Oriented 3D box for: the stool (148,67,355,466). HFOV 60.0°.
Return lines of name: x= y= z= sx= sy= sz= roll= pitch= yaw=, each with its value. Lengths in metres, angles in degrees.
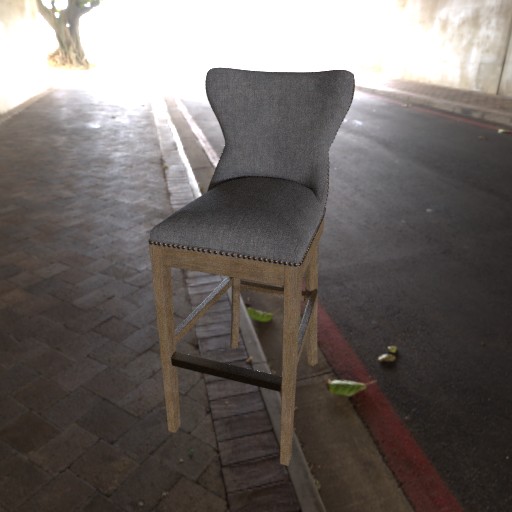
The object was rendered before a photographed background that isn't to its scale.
stool: x=0.000 y=0.000 z=1.462 sx=0.494 sy=1.123 sz=0.606 roll=9 pitch=27 yaw=17
